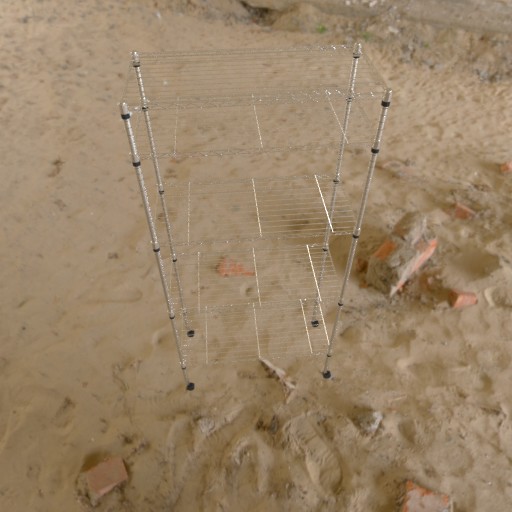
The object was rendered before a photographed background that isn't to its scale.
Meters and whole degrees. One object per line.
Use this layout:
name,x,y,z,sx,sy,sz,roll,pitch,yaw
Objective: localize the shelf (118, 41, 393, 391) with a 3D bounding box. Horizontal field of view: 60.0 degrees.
shelf,0.000,0.000,1.873,0.762,1.587,0.356,-4,46,-4
